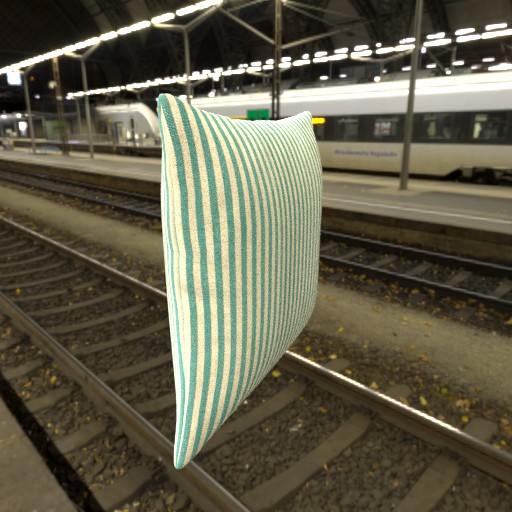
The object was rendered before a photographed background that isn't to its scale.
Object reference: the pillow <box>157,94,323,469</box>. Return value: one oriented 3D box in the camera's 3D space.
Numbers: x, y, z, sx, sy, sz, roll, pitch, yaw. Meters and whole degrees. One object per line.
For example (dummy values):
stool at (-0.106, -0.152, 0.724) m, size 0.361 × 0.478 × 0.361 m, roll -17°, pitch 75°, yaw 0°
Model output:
pillow at (0.000, 0.000, 0.791) m, size 0.166 × 0.510 × 0.523 m, roll 7°, pitch 17°, yaw 24°
